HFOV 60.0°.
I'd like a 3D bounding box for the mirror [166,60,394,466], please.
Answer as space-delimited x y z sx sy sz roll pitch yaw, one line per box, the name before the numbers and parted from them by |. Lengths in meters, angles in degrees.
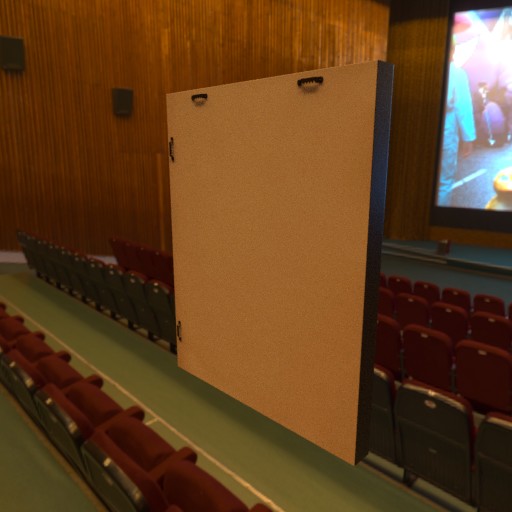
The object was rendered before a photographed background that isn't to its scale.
mirror | 0.000 0.000 0.687 0.041 0.508 0.405 -13 18 -43
